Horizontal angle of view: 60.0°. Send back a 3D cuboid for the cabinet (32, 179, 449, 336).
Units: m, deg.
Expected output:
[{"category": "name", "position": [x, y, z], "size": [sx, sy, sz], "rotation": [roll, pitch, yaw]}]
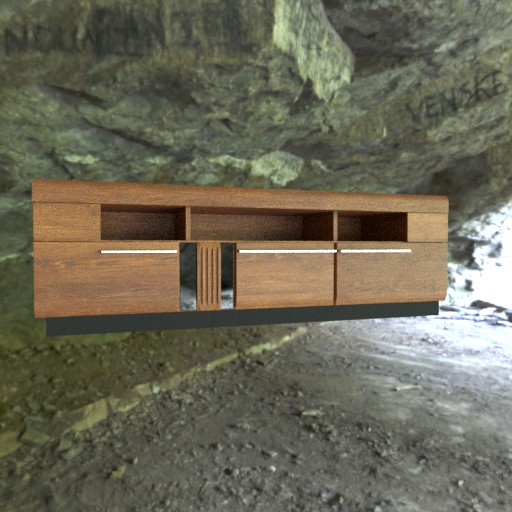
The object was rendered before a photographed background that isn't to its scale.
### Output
[{"category": "cabinet", "position": [0.000, 0.000, 1.819], "size": [1.600, 0.510, 0.419], "rotation": [0, 1, -17]}]
